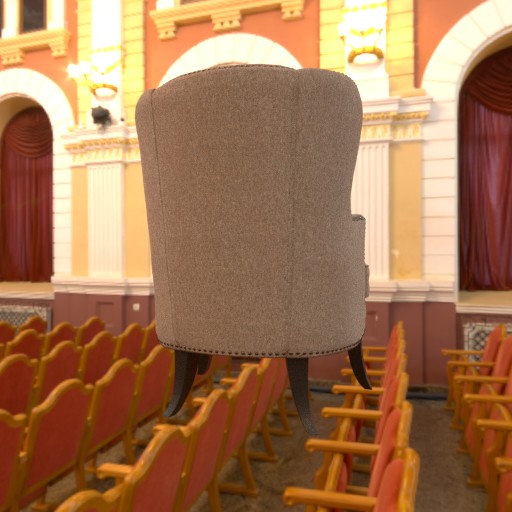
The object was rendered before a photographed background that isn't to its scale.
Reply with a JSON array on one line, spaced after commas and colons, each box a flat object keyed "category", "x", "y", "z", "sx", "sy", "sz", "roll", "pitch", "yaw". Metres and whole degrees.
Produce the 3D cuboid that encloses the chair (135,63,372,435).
[{"category": "chair", "x": 0.000, "y": 0.000, "z": 1.573, "sx": 0.759, "sy": 1.060, "sz": 0.758, "roll": 0, "pitch": 0, "yaw": 18}]
